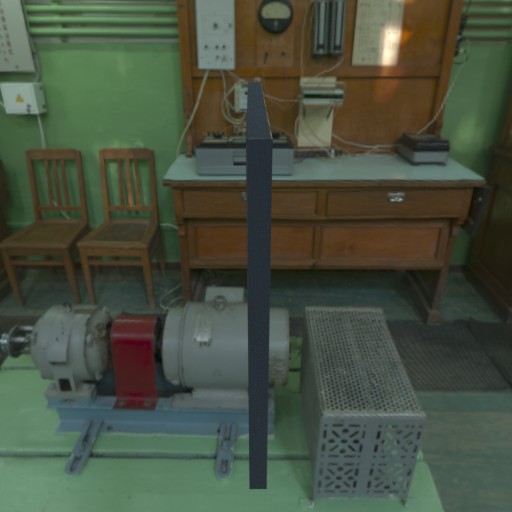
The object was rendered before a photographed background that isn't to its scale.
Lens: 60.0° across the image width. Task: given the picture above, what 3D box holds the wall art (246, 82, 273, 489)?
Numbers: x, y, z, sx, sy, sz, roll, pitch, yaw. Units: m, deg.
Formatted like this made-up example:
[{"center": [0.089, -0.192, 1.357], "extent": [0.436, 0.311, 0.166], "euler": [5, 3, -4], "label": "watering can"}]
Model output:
[{"center": [0.000, 0.000, 1.140], "extent": [0.038, 0.762, 0.762], "euler": [0, 27, -1], "label": "wall art"}]
